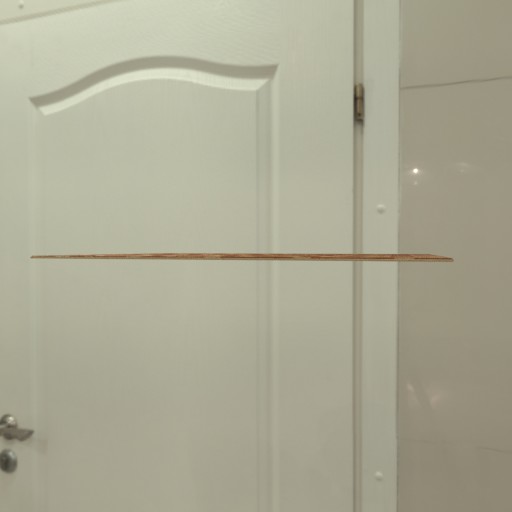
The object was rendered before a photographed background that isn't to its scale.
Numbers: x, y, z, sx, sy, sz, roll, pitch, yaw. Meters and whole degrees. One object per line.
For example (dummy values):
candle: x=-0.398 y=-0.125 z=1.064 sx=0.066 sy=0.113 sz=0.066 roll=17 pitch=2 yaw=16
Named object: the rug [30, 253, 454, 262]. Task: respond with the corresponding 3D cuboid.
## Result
rug: x=0.000 y=0.000 z=2.986 sx=2.286 sy=0.016 sz=1.555 roll=0 pitch=1 yaw=18
